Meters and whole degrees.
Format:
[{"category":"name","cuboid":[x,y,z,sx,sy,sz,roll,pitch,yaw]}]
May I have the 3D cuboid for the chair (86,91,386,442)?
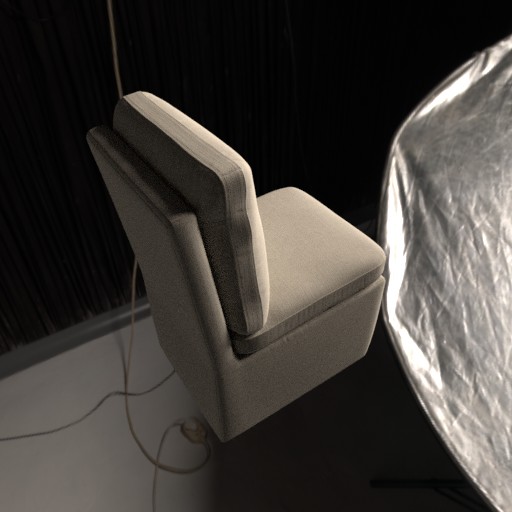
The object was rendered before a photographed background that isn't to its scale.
[{"category":"chair","cuboid":[0.000,0.000,1.328,0.698,0.927,0.503,-23,45,-25]}]
